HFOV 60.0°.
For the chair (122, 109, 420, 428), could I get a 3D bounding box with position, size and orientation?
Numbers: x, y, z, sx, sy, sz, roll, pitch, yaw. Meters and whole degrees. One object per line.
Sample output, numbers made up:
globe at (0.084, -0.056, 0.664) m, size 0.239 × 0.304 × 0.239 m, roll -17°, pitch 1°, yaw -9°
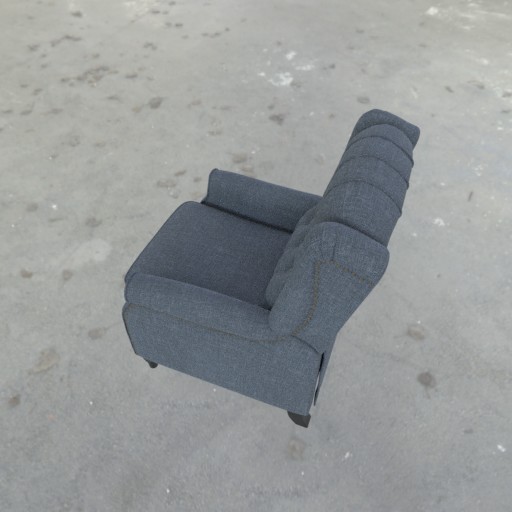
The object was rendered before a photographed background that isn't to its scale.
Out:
chair at (0.000, 0.000, 1.643) m, size 0.898 × 1.035 × 0.742 m, roll 16°, pitch 48°, yaw 14°
